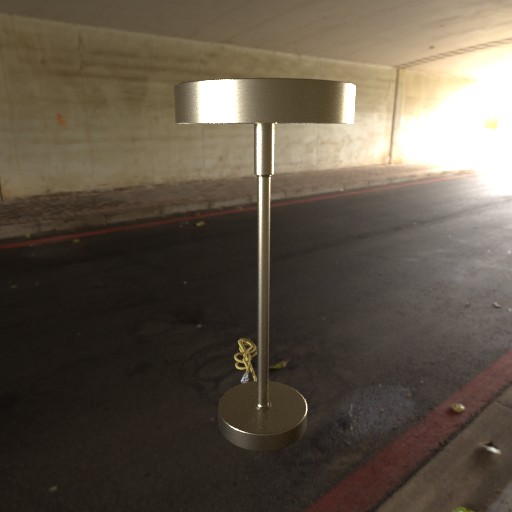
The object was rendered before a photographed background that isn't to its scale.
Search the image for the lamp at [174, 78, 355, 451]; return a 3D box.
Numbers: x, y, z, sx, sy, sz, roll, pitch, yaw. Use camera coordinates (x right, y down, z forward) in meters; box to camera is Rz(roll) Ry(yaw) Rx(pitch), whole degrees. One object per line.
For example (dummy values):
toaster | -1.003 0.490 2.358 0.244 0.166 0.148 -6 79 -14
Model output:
lamp | 0.000 0.000 0.703 0.229 0.508 0.369 -2 16 -8
